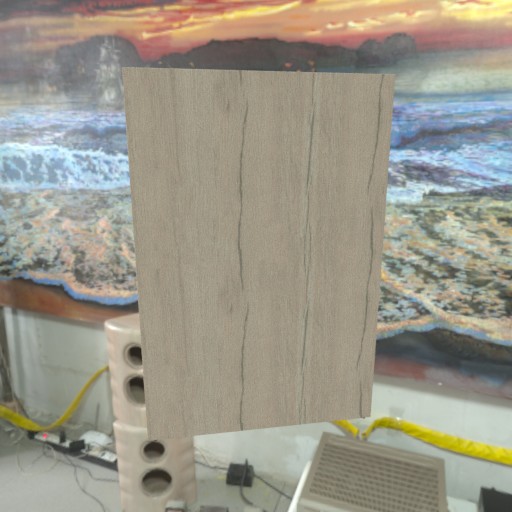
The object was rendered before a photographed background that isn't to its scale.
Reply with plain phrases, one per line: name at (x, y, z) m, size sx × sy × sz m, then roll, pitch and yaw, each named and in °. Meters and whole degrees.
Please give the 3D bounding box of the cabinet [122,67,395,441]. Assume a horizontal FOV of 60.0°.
cabinet at (0.000, 0.000, 2.766) m, size 1.400 × 2.070 × 0.580 m, roll -2°, pitch 15°, yaw -9°
